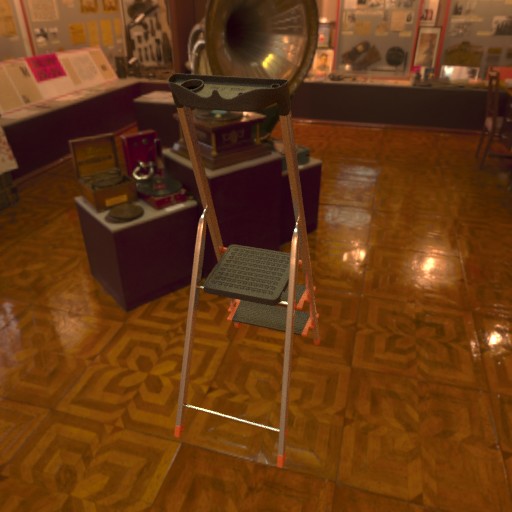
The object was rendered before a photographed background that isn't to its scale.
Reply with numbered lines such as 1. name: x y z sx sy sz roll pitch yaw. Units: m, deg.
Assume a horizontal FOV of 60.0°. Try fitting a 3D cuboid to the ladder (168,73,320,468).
1. ladder: 0.000 0.000 1.536 0.416 1.229 0.686 9 32 15
